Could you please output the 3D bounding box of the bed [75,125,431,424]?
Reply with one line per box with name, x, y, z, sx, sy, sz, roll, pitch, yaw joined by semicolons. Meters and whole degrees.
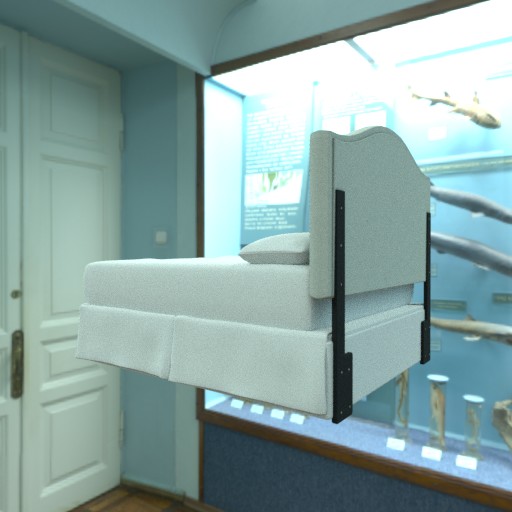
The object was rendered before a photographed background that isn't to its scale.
bed;0.000;0.000;3.430;2.180;1.607;1.813;0;1;37
